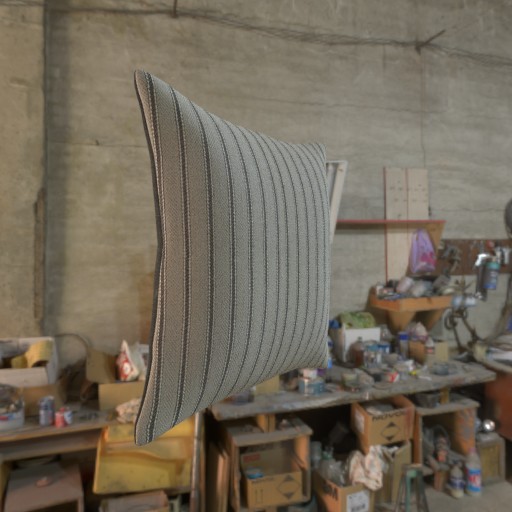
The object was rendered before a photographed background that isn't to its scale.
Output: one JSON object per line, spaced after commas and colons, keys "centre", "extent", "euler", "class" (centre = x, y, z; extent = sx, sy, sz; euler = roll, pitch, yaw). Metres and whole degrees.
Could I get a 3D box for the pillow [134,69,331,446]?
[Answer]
{"centre": [0.000, 0.000, 0.693], "extent": [0.138, 0.444, 0.468], "euler": [0, 0, 37], "class": "pillow"}
